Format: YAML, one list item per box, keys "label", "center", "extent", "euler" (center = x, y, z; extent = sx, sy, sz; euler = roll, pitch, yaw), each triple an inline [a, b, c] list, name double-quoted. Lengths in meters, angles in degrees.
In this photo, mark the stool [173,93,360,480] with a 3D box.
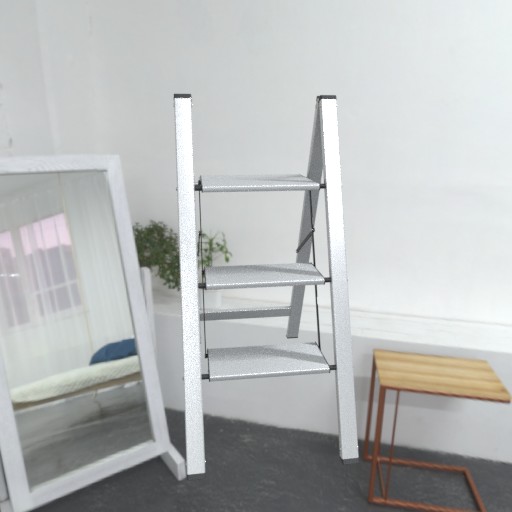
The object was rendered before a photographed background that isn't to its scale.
- label: "stool"
  center: [0.000, 0.000, 1.318]
  extent: [0.441, 0.902, 0.730]
  euler: [-2, 16, -7]
